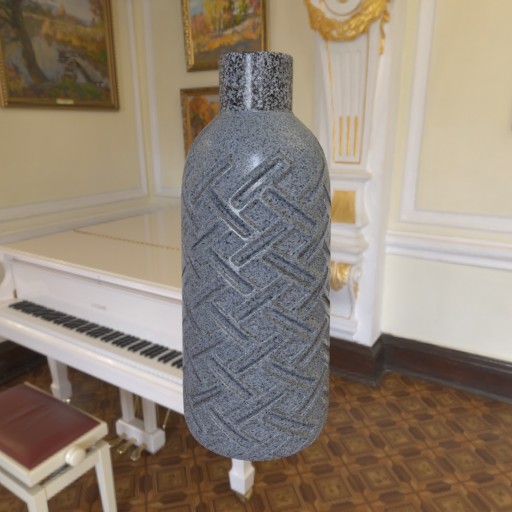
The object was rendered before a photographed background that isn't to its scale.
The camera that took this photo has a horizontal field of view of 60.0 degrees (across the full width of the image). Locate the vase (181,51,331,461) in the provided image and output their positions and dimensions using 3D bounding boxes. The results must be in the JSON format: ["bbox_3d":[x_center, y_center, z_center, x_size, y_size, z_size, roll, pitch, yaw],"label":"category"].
[{"bbox_3d":[0.000,0.000,0.341,0.122,0.282,0.122,0,16,0],"label":"vase"}]
